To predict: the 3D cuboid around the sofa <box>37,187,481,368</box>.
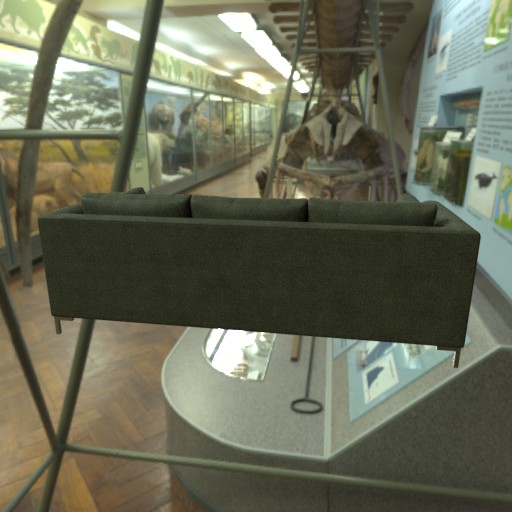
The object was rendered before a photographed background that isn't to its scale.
[{"bbox_3d":[0.000,0.000,2.914,2.415,0.867,0.969,3,17,9],"label":"sofa"}]
